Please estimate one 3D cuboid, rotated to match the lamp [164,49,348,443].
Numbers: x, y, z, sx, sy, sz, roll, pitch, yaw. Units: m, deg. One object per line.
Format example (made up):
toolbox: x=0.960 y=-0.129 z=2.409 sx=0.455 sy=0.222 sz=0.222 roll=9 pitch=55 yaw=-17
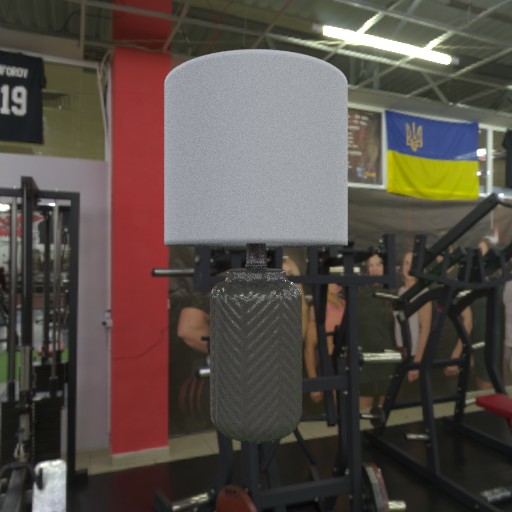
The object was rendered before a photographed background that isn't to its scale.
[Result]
lamp: x=0.000 y=0.000 z=0.502 sx=0.203 sy=0.389 sz=0.203 roll=0 pitch=0 yaw=-20
